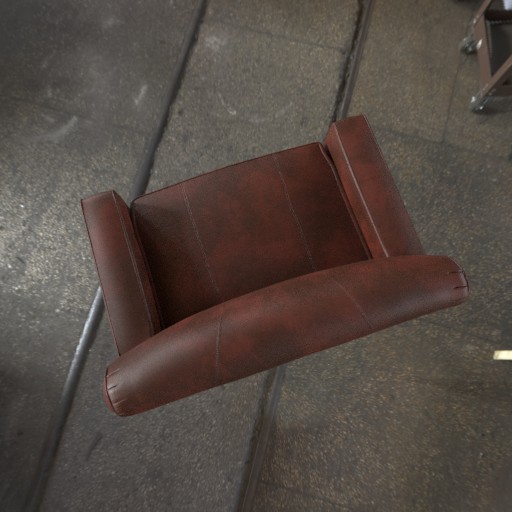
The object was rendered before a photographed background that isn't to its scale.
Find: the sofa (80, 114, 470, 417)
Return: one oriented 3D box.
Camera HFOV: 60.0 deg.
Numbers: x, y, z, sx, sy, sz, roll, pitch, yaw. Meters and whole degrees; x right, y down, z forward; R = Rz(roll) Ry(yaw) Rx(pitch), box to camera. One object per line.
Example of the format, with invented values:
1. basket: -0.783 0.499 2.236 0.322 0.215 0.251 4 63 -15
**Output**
1. sofa: 0.000 0.000 2.078 1.413 0.956 1.000 -18 77 -4
